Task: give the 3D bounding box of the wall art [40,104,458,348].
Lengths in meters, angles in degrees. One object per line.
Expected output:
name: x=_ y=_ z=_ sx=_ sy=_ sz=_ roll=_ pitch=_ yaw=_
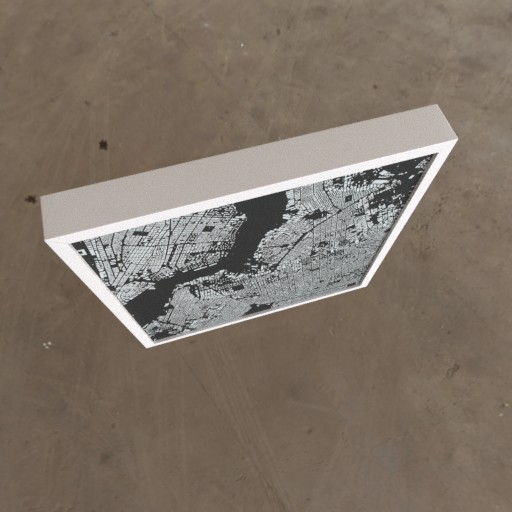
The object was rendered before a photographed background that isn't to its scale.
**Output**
wall art: x=0.000 y=0.000 z=0.459 sx=0.305 sy=0.305 sz=0.037 roll=-15 pitch=66 yaw=-7
